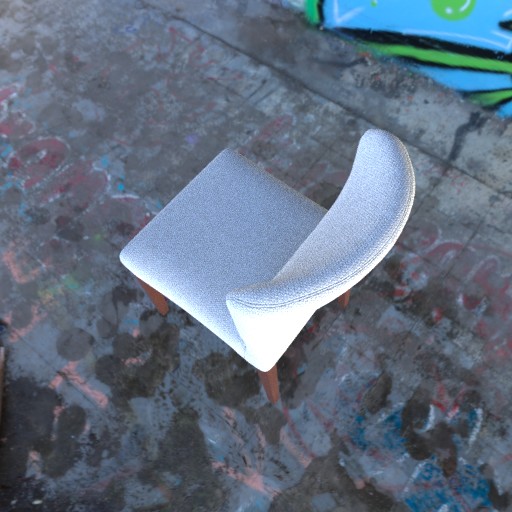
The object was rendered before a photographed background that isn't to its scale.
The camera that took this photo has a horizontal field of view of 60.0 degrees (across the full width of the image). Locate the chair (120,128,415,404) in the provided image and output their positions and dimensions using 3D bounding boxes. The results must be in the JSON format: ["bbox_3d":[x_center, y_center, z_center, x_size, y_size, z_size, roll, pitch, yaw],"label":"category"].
[{"bbox_3d":[0.000,0.000,1.193,0.589,0.839,0.491,34,68,16],"label":"chair"}]
